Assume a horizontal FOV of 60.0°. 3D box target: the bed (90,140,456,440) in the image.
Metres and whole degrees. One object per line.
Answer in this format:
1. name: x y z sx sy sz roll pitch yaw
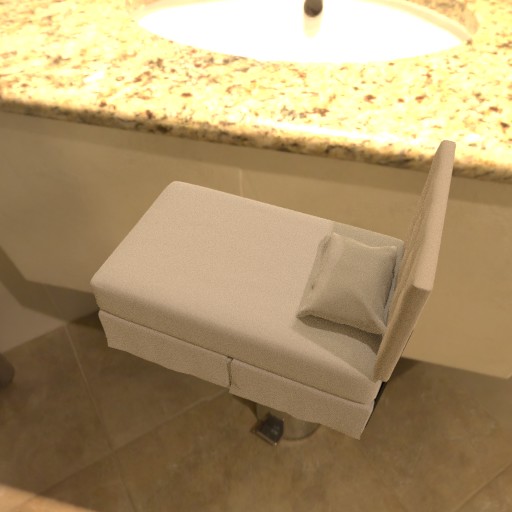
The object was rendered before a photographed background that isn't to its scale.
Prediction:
1. bed: 0.000 0.000 2.944 1.997 1.571 1.261 16 50 14
